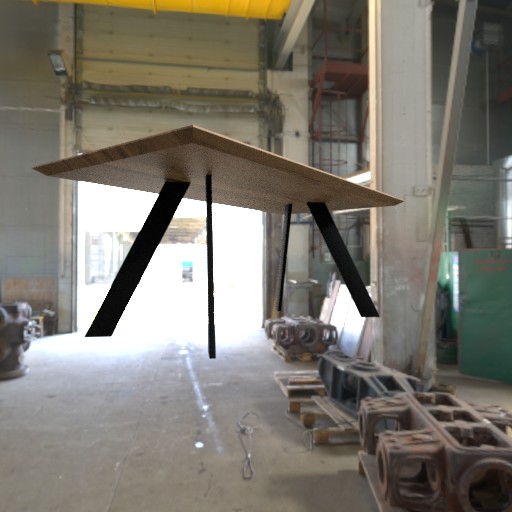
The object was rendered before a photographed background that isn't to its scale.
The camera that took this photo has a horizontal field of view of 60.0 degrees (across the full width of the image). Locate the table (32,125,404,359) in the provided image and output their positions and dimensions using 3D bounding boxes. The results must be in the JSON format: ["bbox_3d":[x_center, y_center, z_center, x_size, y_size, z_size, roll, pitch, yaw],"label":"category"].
[{"bbox_3d":[0.000,0.000,2.467,1.000,0.770,2.000,-1,-1,37],"label":"table"}]
